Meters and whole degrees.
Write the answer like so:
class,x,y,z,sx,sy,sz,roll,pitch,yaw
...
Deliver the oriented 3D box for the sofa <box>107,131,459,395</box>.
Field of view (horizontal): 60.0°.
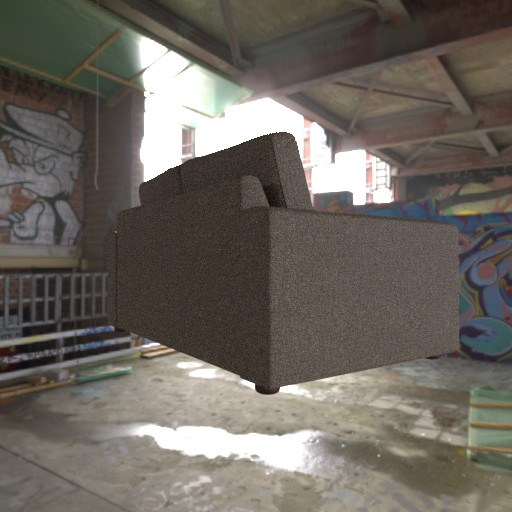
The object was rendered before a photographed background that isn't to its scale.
class,x,y,z,sx,sy,sz,roll,pitch,yaw
sofa,0.000,0.000,2.223,1.016,0.873,1.616,0,-1,-35
